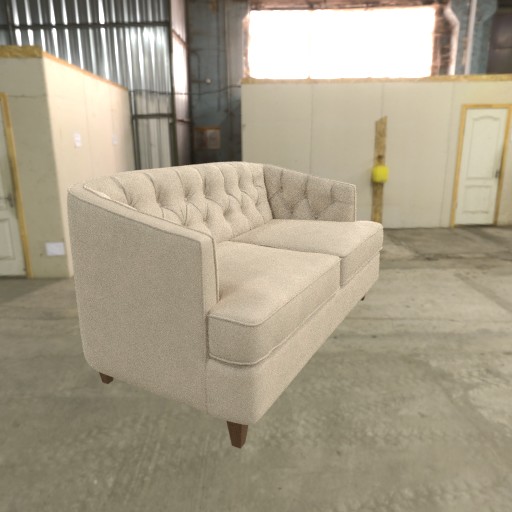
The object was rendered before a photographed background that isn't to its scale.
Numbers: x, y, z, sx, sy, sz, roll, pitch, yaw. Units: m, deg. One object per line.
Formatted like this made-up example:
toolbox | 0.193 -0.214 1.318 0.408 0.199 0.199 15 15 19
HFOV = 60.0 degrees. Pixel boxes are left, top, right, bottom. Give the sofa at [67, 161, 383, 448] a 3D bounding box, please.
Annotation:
sofa | 0.000 0.000 2.252 0.940 0.878 1.731 8 17 27
